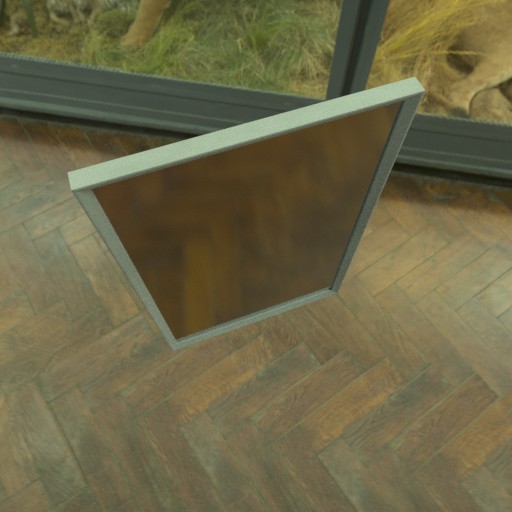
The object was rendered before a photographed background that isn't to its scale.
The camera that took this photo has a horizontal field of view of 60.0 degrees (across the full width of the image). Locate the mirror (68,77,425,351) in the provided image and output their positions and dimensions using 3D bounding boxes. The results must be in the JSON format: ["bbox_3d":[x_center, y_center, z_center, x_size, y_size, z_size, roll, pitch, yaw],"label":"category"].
[{"bbox_3d":[0.000,0.000,1.132,0.609,0.915,0.041,-18,64,-9],"label":"mirror"}]
